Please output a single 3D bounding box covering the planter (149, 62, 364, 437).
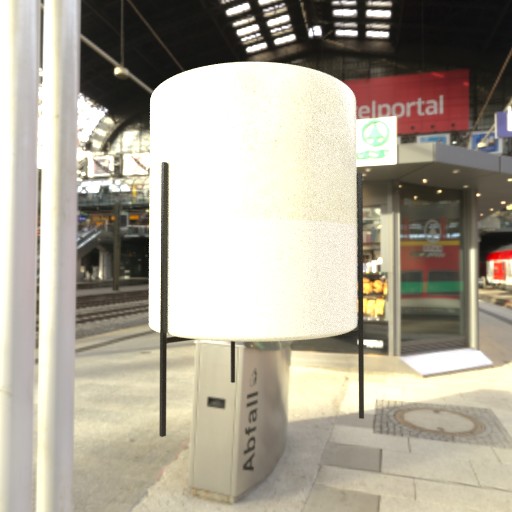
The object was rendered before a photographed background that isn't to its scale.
[{"bbox_3d":[0.000,0.000,0.708,0.333,0.483,0.324,0,-2,16],"label":"planter"}]
